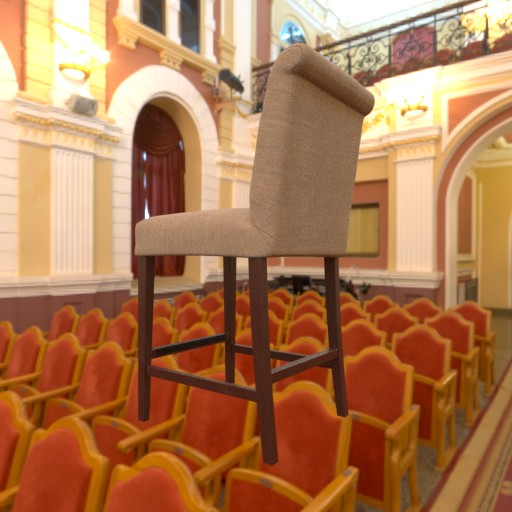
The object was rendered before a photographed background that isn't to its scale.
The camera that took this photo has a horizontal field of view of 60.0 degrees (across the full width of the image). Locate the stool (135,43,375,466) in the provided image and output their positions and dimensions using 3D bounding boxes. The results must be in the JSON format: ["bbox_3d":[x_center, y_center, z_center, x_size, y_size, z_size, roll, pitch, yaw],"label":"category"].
[{"bbox_3d":[0.000,0.000,1.460,0.660,1.084,0.486,0,0,37],"label":"stool"}]
